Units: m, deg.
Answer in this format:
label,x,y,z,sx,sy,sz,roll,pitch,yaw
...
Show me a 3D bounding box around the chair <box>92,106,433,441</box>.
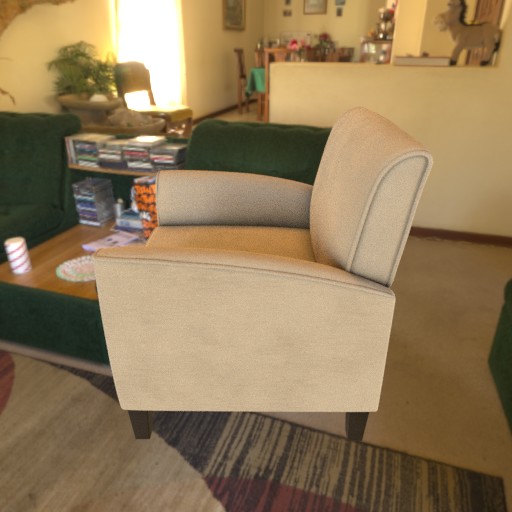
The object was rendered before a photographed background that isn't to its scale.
label,x,y,z,sx,sy,sz,roll,pitch,yaw
chair,0.000,0.000,1.519,0.821,0.915,0.820,0,26,1
